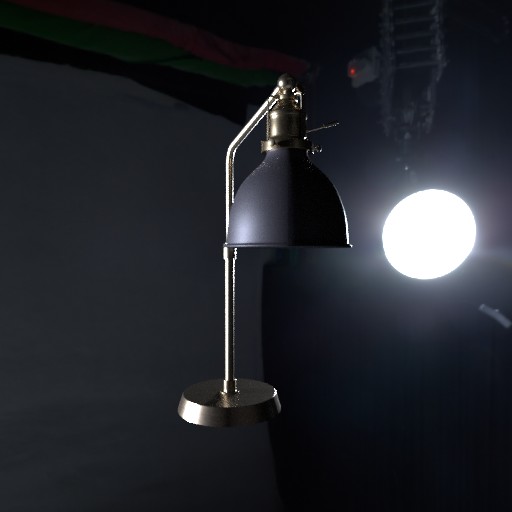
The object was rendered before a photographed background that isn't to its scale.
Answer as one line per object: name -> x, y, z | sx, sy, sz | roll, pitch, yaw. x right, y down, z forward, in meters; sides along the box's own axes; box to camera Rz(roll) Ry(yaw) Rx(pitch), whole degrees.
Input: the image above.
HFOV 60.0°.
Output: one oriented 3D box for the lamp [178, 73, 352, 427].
lamp -> 0.000, 0.000, 0.609 | 0.160, 0.456, 0.291 | 0, 1, -36
